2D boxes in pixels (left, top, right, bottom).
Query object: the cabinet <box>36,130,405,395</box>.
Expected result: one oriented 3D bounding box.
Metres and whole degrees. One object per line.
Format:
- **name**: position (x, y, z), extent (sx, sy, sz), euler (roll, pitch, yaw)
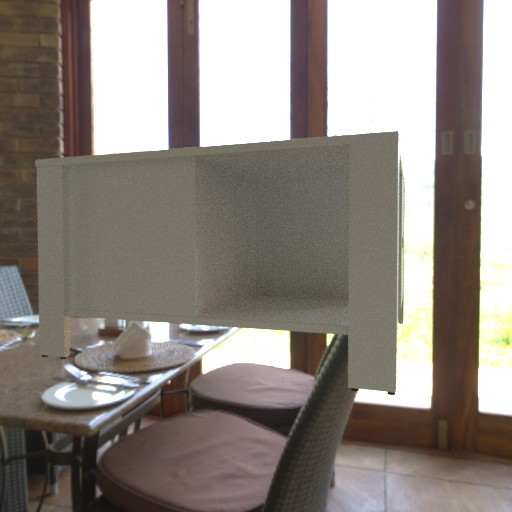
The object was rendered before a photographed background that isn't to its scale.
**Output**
- **cabinet**: position (0.000, 0.000, 1.276), extent (0.800, 0.460, 0.800), euler (1, 2, 19)
